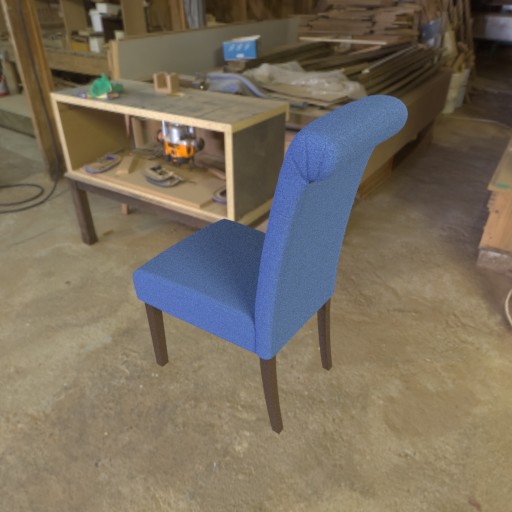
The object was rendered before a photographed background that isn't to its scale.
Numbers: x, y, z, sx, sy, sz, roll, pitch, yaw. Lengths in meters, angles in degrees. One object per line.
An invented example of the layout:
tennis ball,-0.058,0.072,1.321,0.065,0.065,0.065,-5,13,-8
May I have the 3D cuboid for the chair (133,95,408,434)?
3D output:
chair,0.000,0.000,1.389,0.671,1.006,0.456,22,38,30
